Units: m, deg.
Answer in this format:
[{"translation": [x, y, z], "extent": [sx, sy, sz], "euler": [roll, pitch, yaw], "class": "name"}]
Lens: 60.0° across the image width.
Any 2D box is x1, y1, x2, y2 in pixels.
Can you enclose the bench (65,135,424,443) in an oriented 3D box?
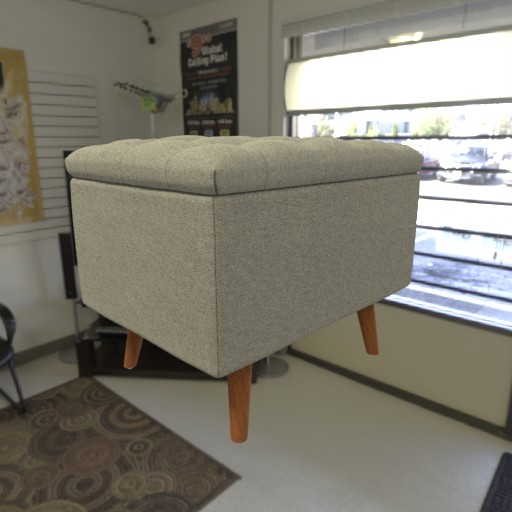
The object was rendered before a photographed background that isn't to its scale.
[{"translation": [0.000, 0.000, 0.896], "extent": [0.417, 0.469, 0.572], "euler": [14, 20, 43], "class": "bench"}]
